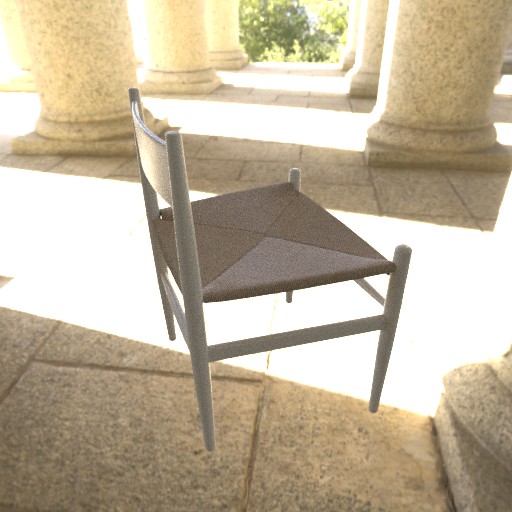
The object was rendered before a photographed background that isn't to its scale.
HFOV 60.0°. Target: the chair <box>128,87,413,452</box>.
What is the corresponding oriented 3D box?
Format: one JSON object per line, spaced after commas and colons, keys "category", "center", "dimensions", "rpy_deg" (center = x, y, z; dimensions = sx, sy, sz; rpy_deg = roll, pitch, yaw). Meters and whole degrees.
{"category": "chair", "center": [0.000, 0.000, 1.114], "dimensions": [0.495, 0.762, 0.556], "rpy_deg": [-11, 32, -18]}
